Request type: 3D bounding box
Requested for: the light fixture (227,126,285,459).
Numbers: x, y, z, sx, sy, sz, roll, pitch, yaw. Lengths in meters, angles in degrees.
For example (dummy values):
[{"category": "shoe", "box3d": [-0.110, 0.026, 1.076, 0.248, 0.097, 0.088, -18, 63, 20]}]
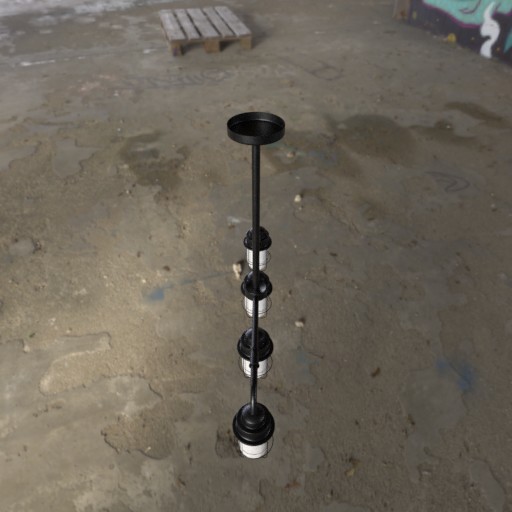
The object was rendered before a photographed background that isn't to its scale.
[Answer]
[{"category": "light fixture", "box3d": [0.000, 0.000, 1.251, 0.131, 0.785, 0.852, 1, 41, 1]}]
